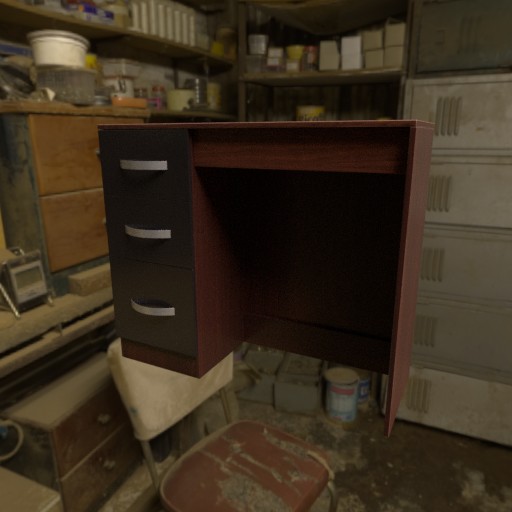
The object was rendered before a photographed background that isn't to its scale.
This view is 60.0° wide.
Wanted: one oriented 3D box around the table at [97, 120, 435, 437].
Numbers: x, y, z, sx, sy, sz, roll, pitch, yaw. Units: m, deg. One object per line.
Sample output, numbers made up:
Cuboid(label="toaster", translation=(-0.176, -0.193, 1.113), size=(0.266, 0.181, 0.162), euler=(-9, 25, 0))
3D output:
Cuboid(label="table", translation=(0.000, 0.000, 1.383), size=(0.930, 0.790, 0.380), euler=(8, 17, 26))
